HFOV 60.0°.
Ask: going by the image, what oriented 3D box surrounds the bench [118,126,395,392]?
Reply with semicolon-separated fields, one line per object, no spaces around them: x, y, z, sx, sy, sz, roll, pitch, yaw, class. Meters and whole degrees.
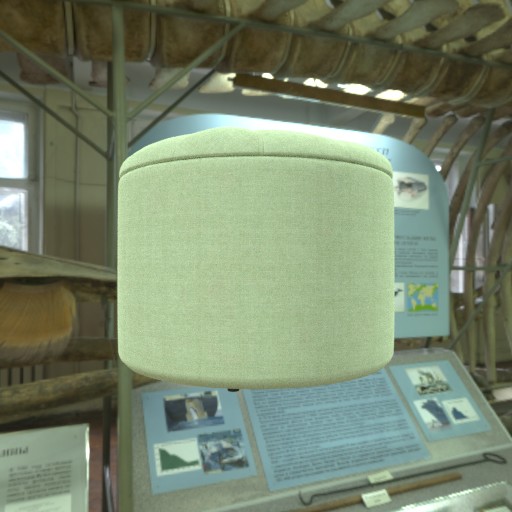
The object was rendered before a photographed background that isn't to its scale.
0.000;0.000;1.007;0.600;0.453;0.600;0;-1;0;bench
